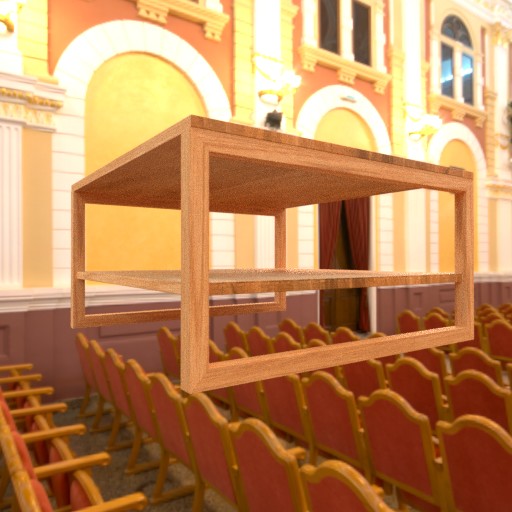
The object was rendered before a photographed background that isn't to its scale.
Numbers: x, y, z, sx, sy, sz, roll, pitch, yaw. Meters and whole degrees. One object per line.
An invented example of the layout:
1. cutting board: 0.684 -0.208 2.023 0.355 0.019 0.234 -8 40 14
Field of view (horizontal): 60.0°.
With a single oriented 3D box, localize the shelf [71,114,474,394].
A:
1. shelf: 0.000 0.000 1.384 0.899 0.480 0.899 0 0 -35
